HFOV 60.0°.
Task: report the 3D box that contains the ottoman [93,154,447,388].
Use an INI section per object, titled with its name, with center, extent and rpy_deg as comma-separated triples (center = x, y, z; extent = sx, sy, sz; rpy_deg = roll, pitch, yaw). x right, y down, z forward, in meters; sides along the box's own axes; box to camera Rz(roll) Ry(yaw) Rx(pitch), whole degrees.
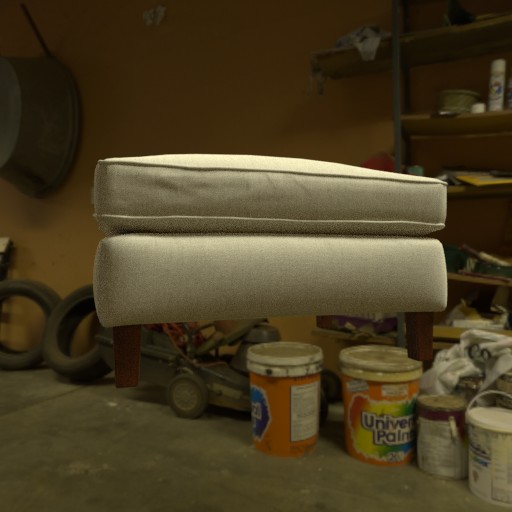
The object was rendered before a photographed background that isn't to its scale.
[ottoman]
center = 0.000, 0.000, 0.976
extent = 0.665, 0.406, 0.501
rpy_deg = 0, 0, -18
